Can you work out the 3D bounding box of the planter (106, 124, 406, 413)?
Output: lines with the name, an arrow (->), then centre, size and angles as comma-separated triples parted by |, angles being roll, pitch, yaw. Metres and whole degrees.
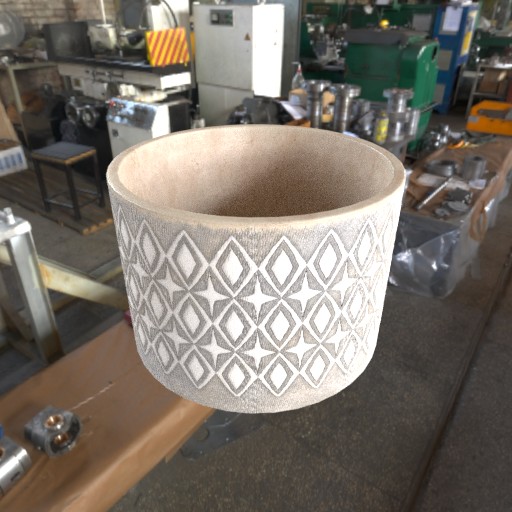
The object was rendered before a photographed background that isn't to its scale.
planter -> 0.000, 0.000, 0.284 | 0.164, 0.127, 0.164 | 0, 30, 0
